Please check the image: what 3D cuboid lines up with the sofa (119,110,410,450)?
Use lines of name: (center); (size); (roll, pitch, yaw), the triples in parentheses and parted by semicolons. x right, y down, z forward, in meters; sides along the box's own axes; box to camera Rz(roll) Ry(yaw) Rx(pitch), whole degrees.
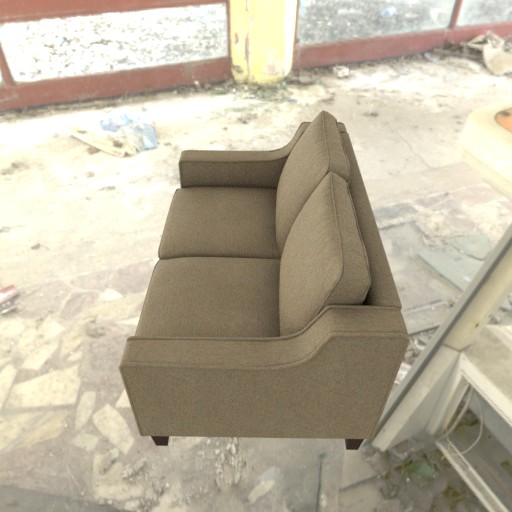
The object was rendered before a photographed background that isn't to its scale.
sofa: (0.000, 0.000, 2.150); (0.985, 0.981, 1.503); (1, 42, 1)
